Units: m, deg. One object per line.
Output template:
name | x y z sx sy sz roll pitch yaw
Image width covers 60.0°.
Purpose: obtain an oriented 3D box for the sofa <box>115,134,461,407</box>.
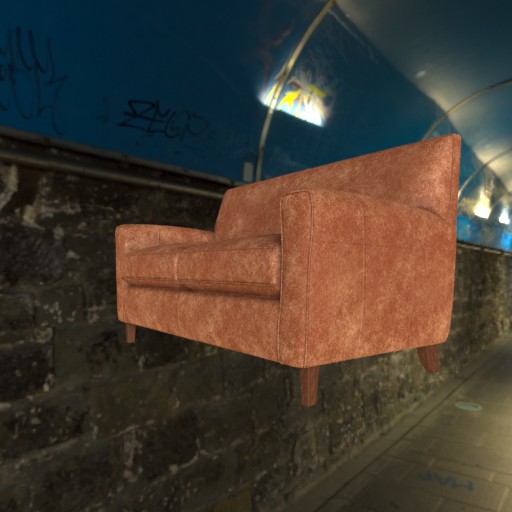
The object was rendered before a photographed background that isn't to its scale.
sofa | 0.000 0.000 1.961 0.787 0.871 1.473 1 -2 -37
